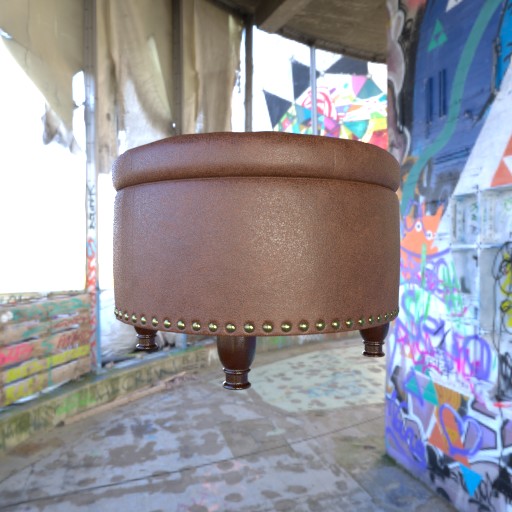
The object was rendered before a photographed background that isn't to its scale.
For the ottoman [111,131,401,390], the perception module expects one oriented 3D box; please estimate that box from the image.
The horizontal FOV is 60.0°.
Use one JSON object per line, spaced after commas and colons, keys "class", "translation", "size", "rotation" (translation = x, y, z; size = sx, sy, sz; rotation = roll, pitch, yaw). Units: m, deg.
{"class": "ottoman", "translation": [0.000, 0.000, 1.029], "size": [0.637, 0.442, 0.637], "rotation": [0, 1, 0]}
